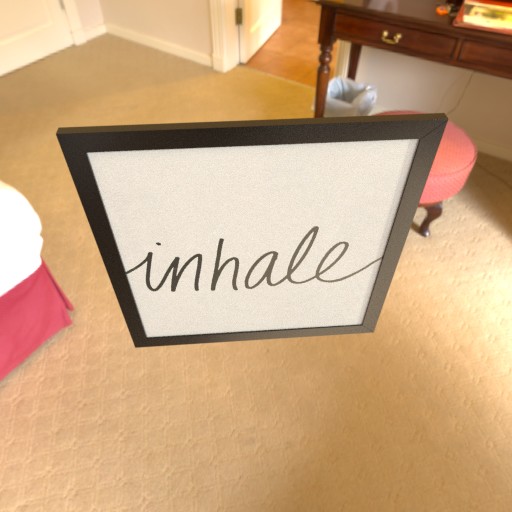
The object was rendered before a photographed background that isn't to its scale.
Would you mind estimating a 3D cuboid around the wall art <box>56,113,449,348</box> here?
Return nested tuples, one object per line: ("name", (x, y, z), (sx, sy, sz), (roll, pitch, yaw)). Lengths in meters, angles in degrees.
("wall art", (0.000, 0.000, 0.668), (0.446, 0.445, 0.014), (-3, 47, -3))
